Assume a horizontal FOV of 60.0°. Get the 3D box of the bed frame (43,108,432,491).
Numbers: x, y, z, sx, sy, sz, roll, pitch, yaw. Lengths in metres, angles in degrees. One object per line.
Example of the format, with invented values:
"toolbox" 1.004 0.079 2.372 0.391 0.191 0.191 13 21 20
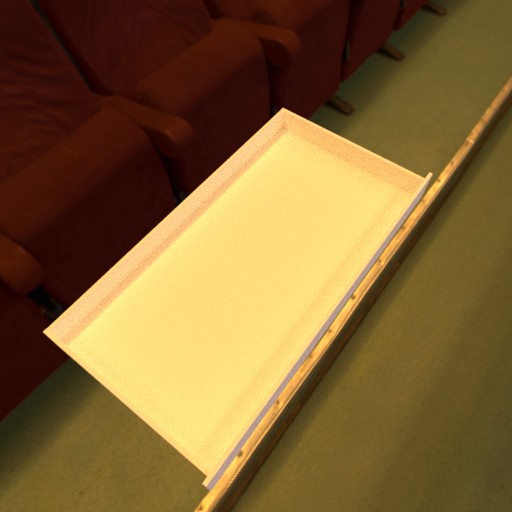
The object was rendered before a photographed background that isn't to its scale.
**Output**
"bed frame" 0.000 0.000 1.541 0.670 0.141 1.300 33 64 18
